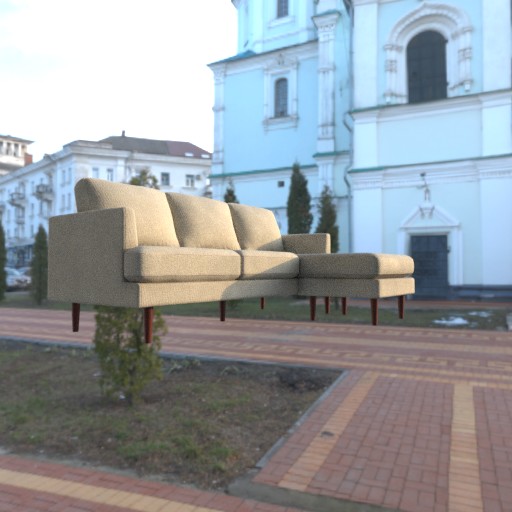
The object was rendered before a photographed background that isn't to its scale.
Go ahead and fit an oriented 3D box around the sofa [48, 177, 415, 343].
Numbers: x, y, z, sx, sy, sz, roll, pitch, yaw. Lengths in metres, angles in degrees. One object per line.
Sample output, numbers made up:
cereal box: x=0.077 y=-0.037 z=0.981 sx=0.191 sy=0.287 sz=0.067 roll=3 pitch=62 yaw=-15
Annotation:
sofa: x=0.000 y=0.000 z=3.109 sx=1.504 sy=0.956 sz=2.233 roll=-1 pitch=-2 yaw=37
